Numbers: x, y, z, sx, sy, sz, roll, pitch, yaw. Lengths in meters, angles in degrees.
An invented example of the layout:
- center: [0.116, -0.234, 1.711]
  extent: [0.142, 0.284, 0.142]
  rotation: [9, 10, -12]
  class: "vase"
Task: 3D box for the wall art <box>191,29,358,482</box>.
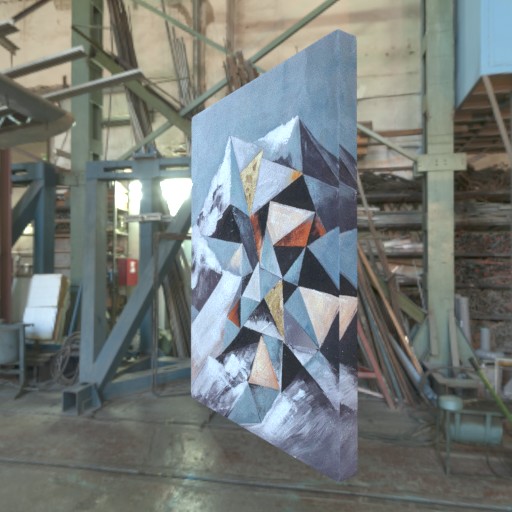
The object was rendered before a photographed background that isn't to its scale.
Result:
- center: [0.000, 0.000, 0.795]
  extent: [0.037, 0.613, 0.455]
  rotation: [0, -1, -34]
  class: "wall art"
